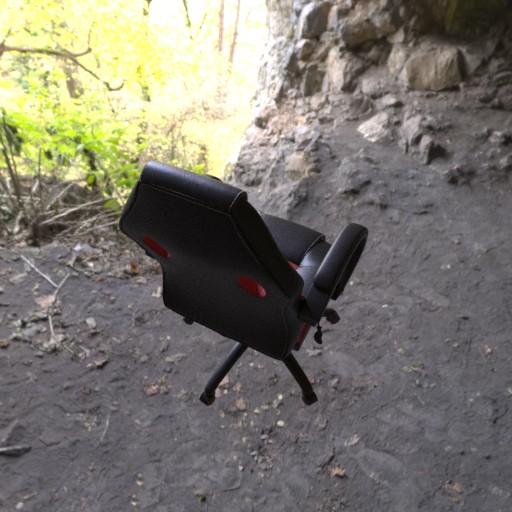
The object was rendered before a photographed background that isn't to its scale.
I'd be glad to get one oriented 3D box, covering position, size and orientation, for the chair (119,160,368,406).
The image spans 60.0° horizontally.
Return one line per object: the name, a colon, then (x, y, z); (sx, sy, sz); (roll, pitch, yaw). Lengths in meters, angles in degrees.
chair: (0.000, 0.000, 1.677); (0.750, 1.189, 0.783); (21, 50, 19)
